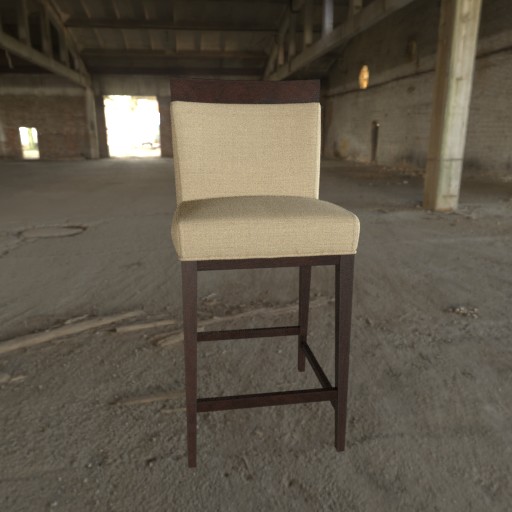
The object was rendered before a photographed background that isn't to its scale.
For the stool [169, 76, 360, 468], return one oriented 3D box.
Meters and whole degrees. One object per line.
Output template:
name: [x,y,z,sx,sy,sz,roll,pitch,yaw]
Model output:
stool: [0.000,0.000,1.422,0.511,1.117,0.531,-2,15,-8]
